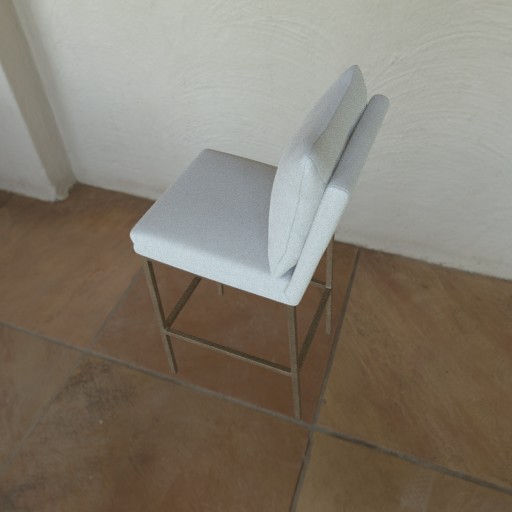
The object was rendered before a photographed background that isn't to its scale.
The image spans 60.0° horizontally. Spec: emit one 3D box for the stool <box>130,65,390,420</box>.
[{"bbox_3d":[0.000,0.000,1.425,0.572,1.125,0.463,17,49,15],"label":"stool"}]
